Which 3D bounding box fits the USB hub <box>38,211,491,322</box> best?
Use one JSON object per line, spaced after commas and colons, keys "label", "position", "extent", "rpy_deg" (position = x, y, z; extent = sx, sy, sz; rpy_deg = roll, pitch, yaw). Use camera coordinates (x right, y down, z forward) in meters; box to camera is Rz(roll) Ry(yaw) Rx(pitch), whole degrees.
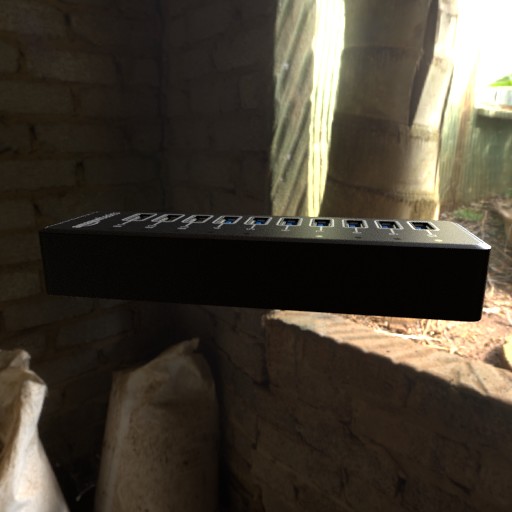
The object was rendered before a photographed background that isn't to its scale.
{"label": "USB hub", "position": [0.000, 0.000, 0.160], "extent": [0.145, 0.023, 0.044], "rpy_deg": [3, 15, 9]}
